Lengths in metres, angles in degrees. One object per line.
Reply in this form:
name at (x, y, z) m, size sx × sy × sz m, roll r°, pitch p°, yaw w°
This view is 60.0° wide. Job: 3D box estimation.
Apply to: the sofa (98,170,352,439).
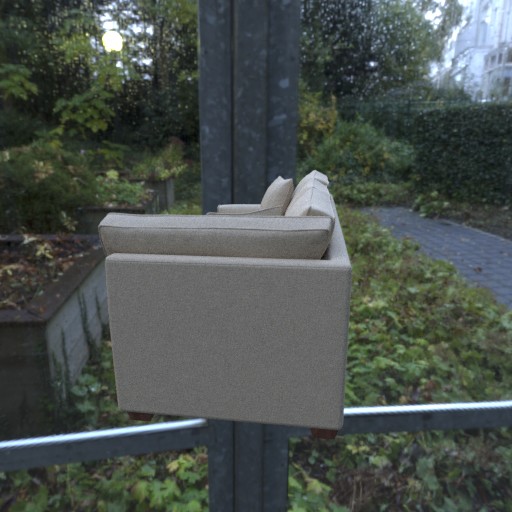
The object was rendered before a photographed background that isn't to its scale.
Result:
sofa at (0.000, 0.000, 2.883) m, size 1.061 × 0.962 × 2.317 m, roll 2°, pitch 15°, yaw 7°
